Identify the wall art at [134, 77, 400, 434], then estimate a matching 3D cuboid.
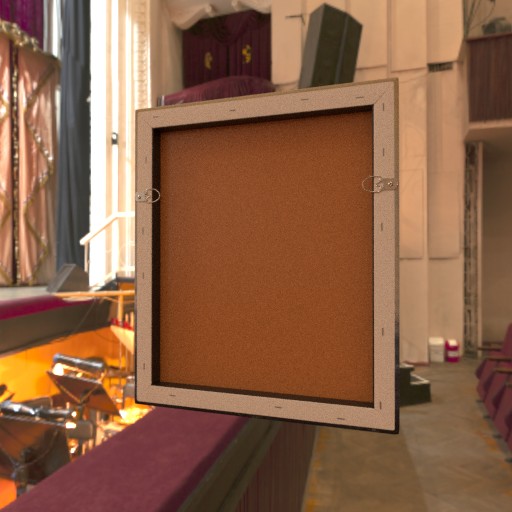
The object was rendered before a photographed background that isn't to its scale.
[{"bbox_3d":[0.000,0.000,0.987,0.608,0.710,0.041,0,0,18],"label":"wall art"}]
